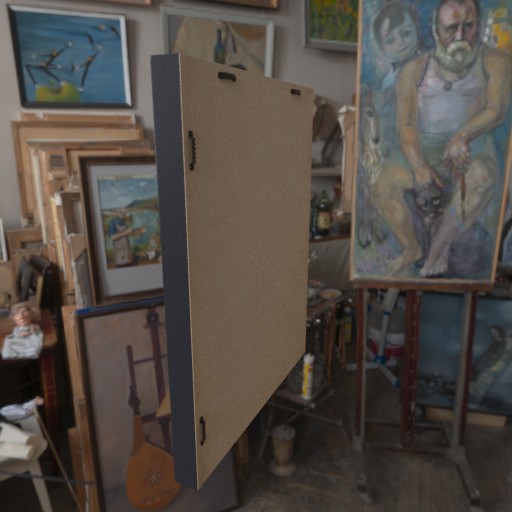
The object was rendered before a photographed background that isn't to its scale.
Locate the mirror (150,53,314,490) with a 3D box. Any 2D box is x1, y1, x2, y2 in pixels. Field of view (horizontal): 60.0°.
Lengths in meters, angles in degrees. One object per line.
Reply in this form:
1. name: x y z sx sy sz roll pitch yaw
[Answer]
1. mirror: 0.000 0.000 0.673 0.041 0.508 0.405 7 17 24
